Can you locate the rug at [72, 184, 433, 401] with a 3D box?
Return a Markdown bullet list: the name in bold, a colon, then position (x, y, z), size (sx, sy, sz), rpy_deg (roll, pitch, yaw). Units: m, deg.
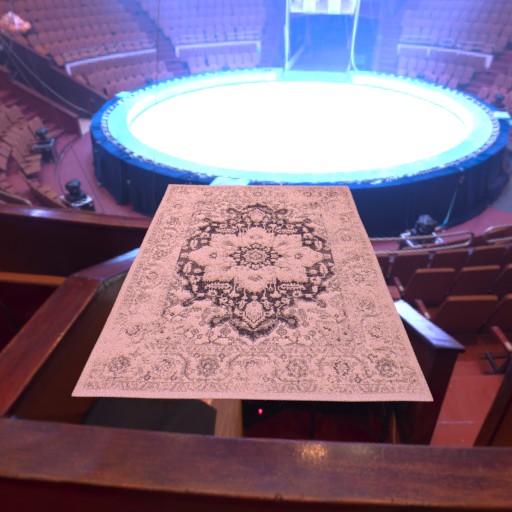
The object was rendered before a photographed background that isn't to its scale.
- **rug**: position (0.000, 0.000, 2.255), size (1.223, 0.008, 1.813), rpy_deg (1, 32, 1)
